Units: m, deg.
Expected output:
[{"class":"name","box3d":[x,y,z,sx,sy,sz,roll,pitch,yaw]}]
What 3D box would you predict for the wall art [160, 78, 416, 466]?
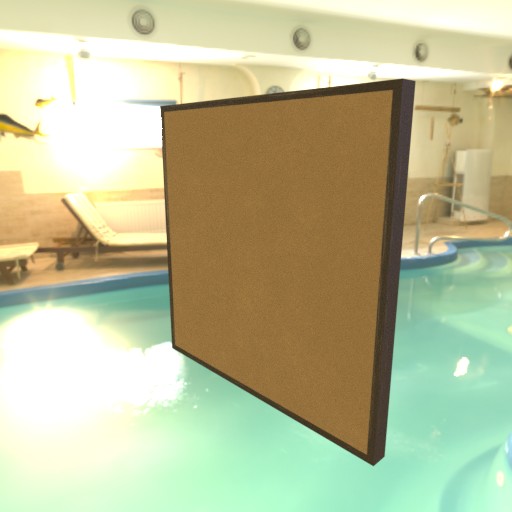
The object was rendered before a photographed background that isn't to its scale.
[{"class":"wall art","box3d":[0.000,0.000,1.116,0.043,0.758,0.762,-13,19,-42]}]
